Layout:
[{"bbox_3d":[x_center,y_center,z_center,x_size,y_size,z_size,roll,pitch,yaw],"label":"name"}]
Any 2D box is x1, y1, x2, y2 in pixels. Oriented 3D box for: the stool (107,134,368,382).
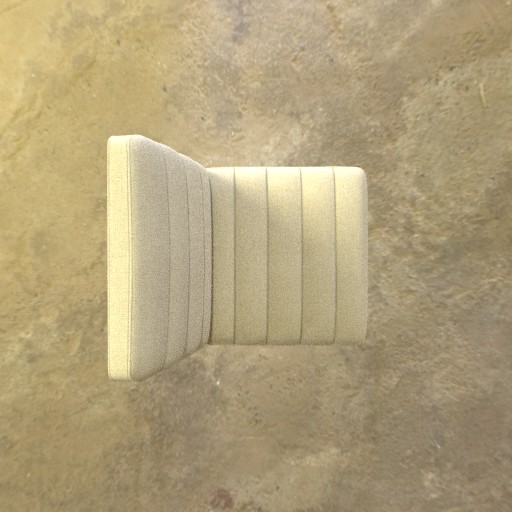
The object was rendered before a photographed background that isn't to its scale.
[{"bbox_3d":[0.000,0.000,1.256,0.560,0.940,0.460,0,91,-2],"label":"stool"}]
